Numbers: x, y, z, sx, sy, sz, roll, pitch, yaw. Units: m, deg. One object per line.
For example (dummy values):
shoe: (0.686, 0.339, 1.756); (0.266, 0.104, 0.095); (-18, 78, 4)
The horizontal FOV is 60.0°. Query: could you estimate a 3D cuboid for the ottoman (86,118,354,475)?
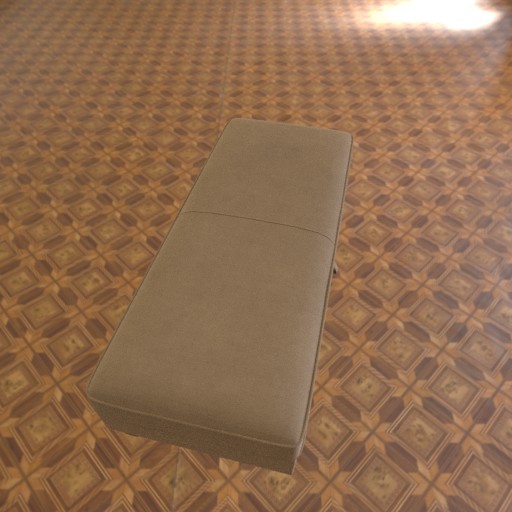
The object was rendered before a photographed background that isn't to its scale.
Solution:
ottoman: (0.000, 0.000, 2.006); (0.735, 0.460, 1.726); (10, 48, 9)
